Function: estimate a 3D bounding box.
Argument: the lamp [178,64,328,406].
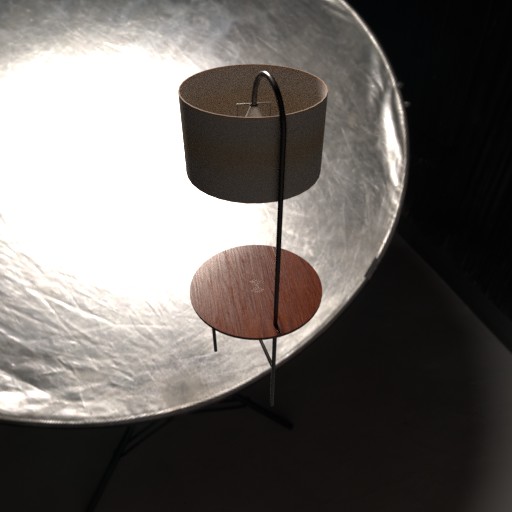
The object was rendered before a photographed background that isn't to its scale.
[{"bbox_3d":[0.000,0.000,1.814,0.573,1.517,0.573,0,40,0],"label":"lamp"}]
